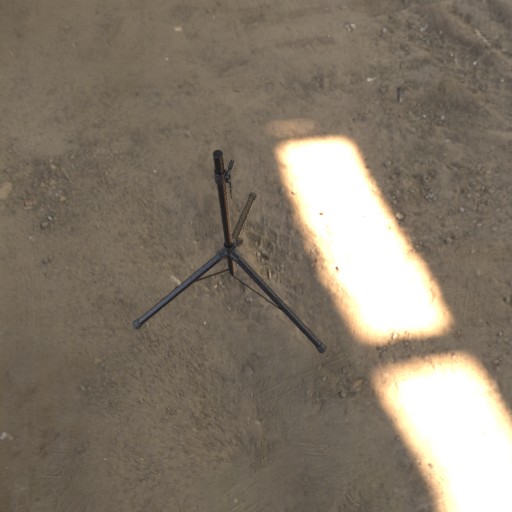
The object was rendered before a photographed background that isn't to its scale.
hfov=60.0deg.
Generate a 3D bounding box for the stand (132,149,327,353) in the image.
[{"bbox_3d":[0.000,0.000,1.898,0.907,1.136,1.045,36,70,16],"label":"stand"}]
